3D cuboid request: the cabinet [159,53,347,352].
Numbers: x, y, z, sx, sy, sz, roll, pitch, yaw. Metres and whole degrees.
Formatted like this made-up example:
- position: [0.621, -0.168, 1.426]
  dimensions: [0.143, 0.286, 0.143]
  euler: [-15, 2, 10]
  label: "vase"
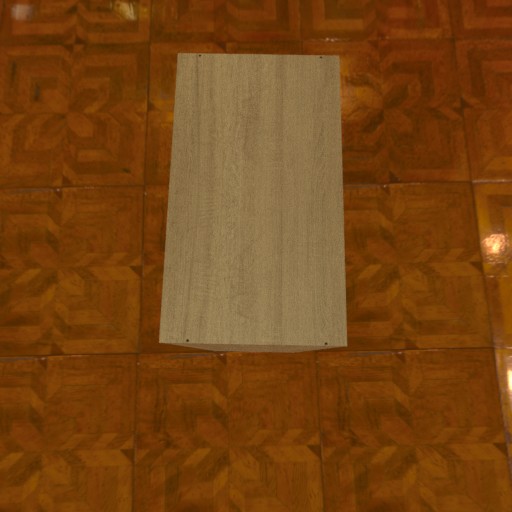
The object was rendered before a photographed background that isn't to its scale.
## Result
- position: [0.000, 0.000, 2.429]
  dimensions: [0.571, 1.999, 1.006]
  euler: [1, 77, 0]
  label: "cabinet"
